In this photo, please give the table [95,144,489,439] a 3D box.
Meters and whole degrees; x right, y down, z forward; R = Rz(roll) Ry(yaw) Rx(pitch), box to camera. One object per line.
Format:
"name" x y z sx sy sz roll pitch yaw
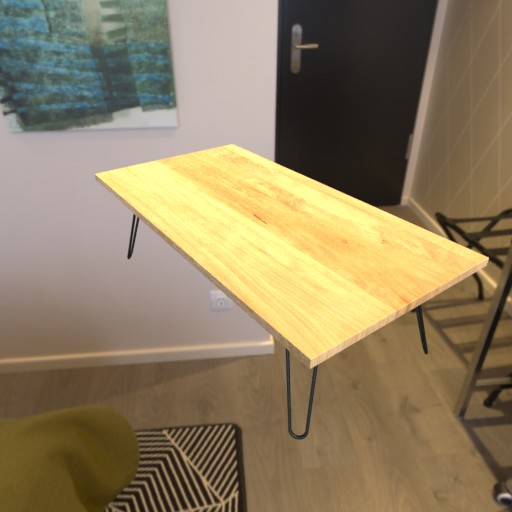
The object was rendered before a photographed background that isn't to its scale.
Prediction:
"table" 0.000 0.000 1.683 0.699 0.400 1.348 -21 37 -30
